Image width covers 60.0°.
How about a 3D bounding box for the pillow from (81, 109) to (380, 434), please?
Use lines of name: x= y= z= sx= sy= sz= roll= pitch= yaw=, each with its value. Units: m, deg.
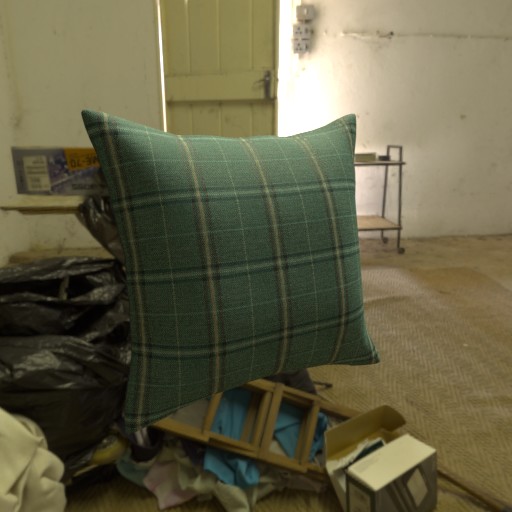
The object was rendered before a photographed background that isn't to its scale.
pillow: x=0.000 y=0.000 z=0.685 sx=0.453 sy=0.430 sz=0.200 roll=-8 pitch=18 yaw=-27
